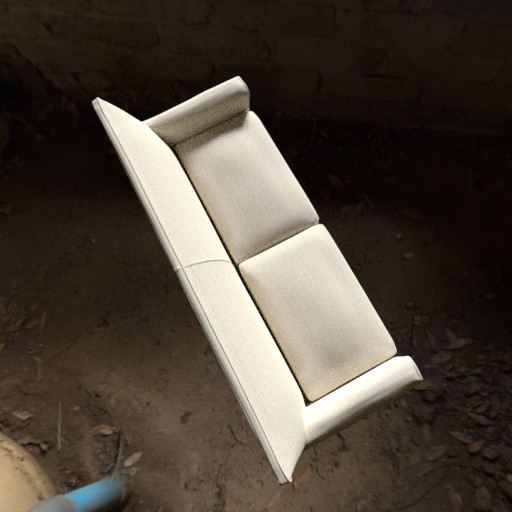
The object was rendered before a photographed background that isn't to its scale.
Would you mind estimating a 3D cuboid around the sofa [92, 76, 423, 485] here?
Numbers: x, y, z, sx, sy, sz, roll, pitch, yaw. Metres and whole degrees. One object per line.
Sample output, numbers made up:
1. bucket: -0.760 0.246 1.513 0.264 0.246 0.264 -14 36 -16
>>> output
1. sofa: 0.000 0.000 2.469 0.841 0.907 2.001 -27 76 -7
